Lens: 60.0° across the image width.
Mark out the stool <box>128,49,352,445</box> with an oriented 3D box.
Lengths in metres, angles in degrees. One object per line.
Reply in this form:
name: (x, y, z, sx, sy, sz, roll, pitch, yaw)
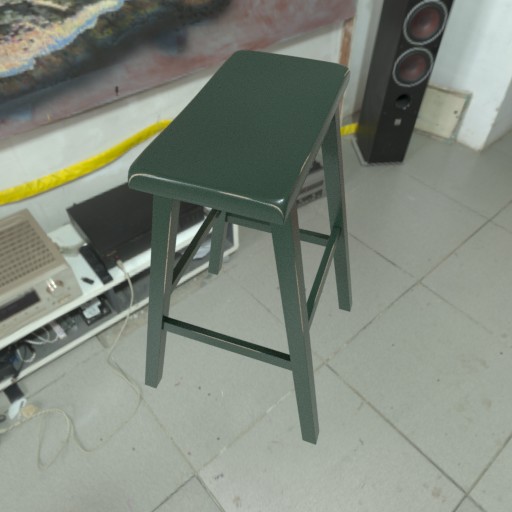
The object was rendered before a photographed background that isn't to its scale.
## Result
stool: (0.000, 0.000, 1.021, 0.476, 0.737, 0.457, 15, 49, 13)
